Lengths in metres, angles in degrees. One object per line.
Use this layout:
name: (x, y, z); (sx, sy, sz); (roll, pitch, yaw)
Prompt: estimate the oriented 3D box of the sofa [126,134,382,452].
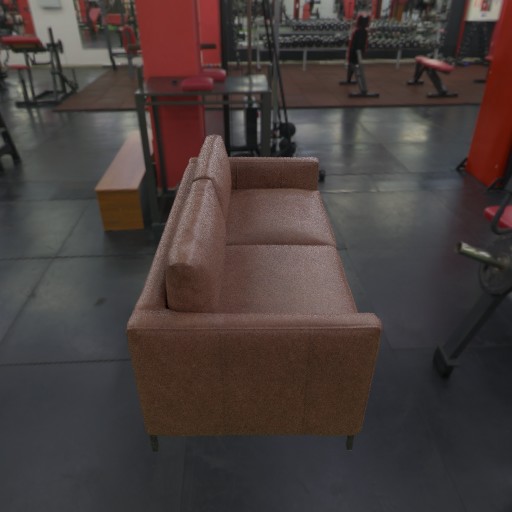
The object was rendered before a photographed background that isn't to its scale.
sofa: (0.000, 0.000, 2.339); (0.899, 0.883, 1.797); (0, 31, -1)
